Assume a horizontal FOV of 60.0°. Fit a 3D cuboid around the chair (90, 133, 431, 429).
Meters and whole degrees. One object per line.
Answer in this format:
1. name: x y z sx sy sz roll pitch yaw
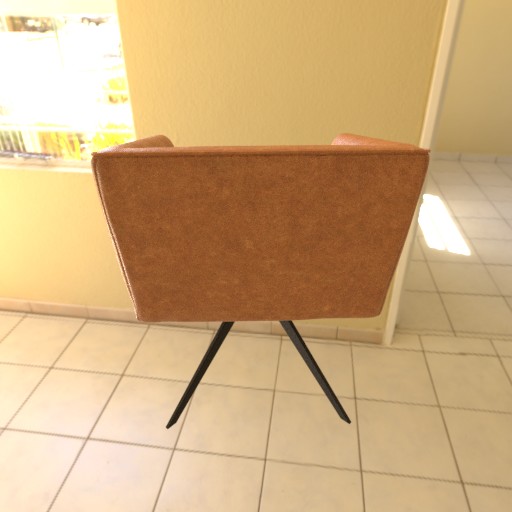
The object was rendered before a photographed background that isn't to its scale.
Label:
1. chair: 0.000 0.000 1.184 0.588 0.760 0.625 -1 30 -2
